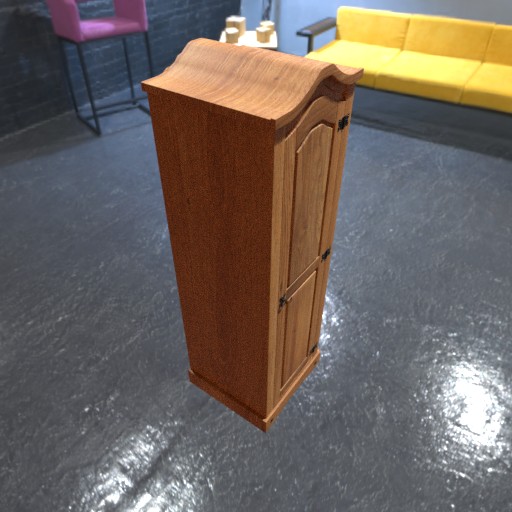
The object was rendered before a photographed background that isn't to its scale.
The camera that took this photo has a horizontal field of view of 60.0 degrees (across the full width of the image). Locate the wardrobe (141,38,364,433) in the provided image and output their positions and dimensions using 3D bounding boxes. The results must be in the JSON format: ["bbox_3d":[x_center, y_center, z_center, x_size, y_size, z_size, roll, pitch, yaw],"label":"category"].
[{"bbox_3d":[0.000,0.000,2.149,0.570,1.870,0.590,25,46,27],"label":"wardrobe"}]
